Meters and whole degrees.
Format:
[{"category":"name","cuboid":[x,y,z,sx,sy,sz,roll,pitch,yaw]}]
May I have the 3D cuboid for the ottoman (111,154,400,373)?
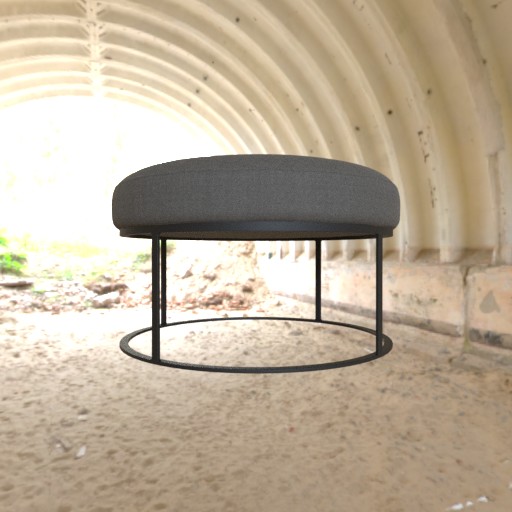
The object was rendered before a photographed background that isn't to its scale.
[{"category":"ottoman","cuboid":[0.000,0.000,1.238,0.772,0.460,0.772,0,0,0]}]
